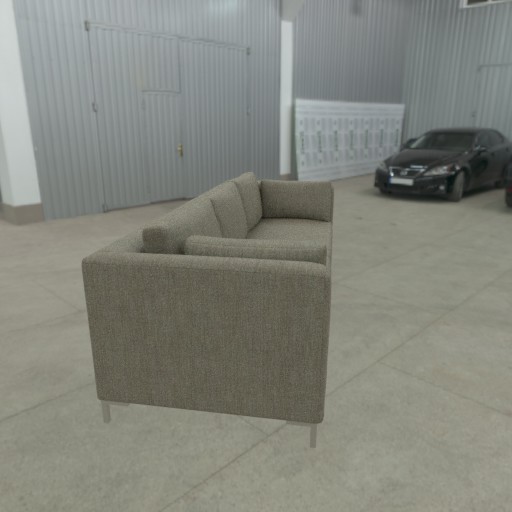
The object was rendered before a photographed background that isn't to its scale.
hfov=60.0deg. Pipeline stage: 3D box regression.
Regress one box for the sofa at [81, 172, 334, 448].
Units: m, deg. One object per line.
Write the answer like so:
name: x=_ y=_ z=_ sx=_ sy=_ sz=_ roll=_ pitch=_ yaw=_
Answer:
sofa: x=0.000 y=0.000 z=2.865 sx=0.969 sy=0.867 sz=2.415 roll=3 pitch=17 yaw=9
